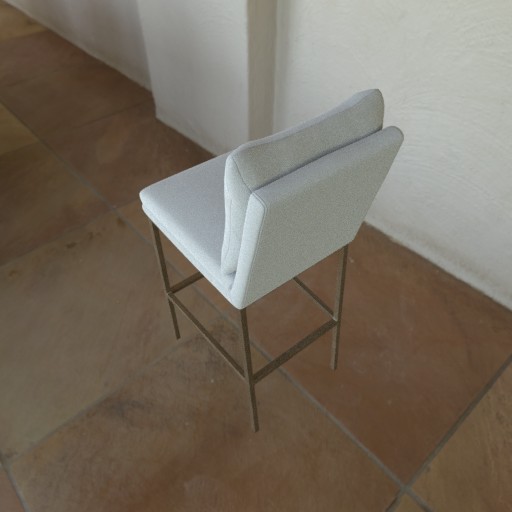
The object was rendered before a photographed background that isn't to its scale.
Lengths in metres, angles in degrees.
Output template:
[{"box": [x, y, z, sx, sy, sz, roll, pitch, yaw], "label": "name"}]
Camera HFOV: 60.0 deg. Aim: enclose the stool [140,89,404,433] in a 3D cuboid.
[{"box": [0.000, 0.000, 1.425, 0.463, 1.125, 0.572, -30, 53, -26], "label": "stool"}]
